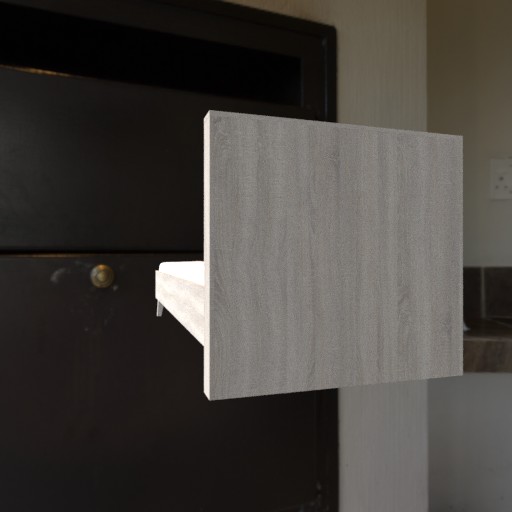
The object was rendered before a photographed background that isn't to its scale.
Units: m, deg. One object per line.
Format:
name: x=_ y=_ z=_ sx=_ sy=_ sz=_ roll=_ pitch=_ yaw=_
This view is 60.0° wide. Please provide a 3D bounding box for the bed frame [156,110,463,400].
bed frame: x=0.000 y=0.000 z=2.574 sx=0.990 sy=0.920 sz=2.140 roll=0 pitch=0 yaw=-18
